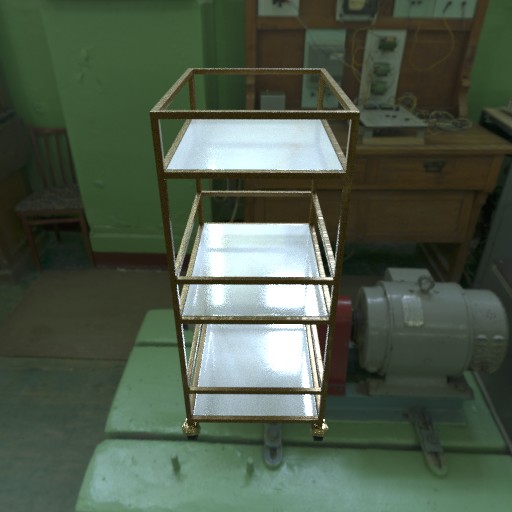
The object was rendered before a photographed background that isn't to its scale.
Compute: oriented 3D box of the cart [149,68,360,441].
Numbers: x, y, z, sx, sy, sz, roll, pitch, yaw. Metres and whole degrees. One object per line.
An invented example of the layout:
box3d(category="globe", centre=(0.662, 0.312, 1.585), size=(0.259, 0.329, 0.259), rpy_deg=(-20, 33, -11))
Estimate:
box3d(category="cart", centre=(0.000, 0.000, 1.030), size=(0.332, 0.761, 0.483), rpy_deg=(0, 31, 0))
